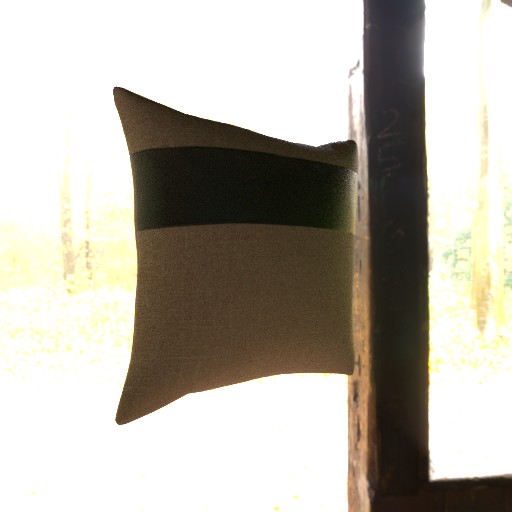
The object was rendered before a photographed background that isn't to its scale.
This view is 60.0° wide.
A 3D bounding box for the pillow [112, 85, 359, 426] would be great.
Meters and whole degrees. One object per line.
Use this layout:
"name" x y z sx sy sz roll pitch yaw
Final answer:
"pillow" 0.000 0.000 0.636 0.414 0.399 0.173 1 -1 -36
